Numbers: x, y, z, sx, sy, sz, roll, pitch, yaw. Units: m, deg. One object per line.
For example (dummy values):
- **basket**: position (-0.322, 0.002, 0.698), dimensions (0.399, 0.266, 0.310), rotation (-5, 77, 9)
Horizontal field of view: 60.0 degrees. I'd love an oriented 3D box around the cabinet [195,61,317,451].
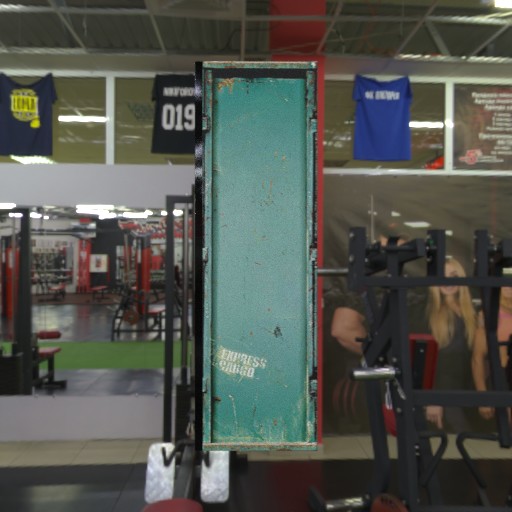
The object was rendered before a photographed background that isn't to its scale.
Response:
- **cabinet**: position (0.000, 0.000, 3.957), dimensions (0.680, 2.160, 3.001), rotation (0, 0, 0)
